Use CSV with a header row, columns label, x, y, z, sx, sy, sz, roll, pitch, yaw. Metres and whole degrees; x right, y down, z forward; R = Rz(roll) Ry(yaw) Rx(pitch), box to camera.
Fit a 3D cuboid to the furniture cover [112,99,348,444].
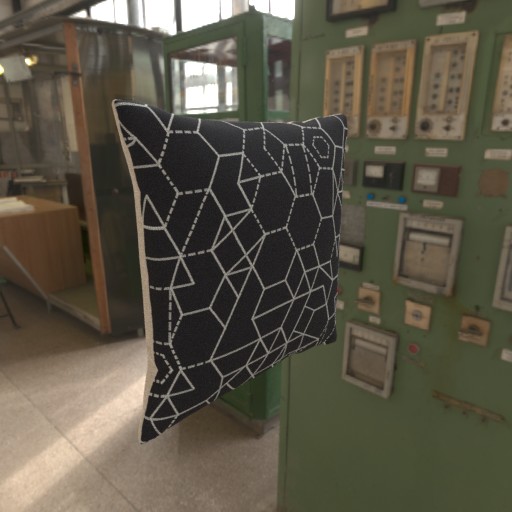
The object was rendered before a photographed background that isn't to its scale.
label,x,y,z,sx,sy,sz,roll,pitch,yaw
furniture cover,0.000,0.000,0.800,0.158,0.508,0.517,15,21,43
